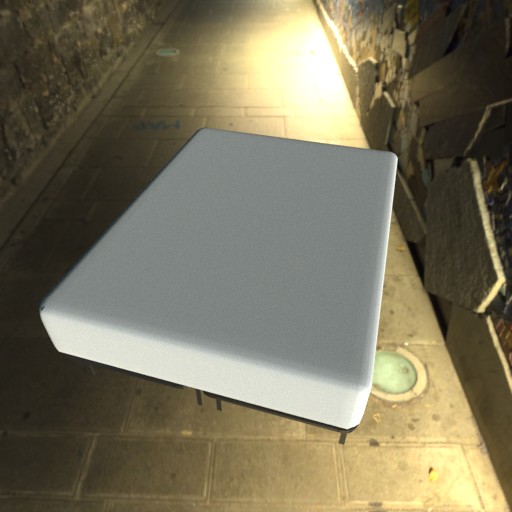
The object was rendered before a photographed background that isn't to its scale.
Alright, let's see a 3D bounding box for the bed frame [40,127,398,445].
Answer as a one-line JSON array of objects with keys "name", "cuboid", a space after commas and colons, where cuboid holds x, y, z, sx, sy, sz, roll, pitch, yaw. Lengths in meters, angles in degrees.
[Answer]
[{"name": "bed frame", "cuboid": [0.000, 0.000, 2.796, 1.528, 0.677, 2.037, 11, 42, 13]}]
